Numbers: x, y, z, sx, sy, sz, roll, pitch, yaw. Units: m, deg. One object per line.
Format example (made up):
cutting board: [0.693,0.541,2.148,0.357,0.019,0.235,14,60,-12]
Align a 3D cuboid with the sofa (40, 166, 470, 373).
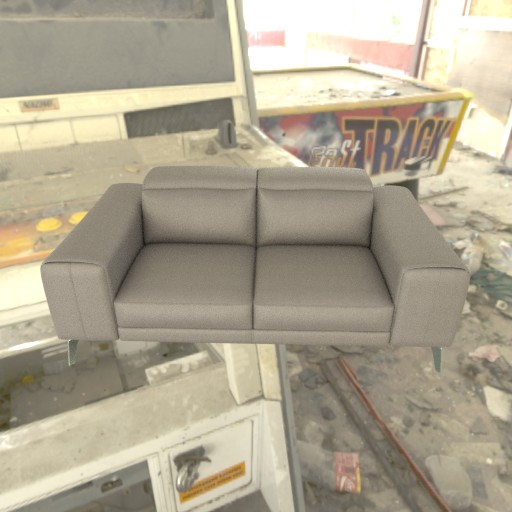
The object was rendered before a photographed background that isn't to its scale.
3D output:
sofa: [0.000,0.000,2.472,1.930,0.753,1.024,1,30,1]
